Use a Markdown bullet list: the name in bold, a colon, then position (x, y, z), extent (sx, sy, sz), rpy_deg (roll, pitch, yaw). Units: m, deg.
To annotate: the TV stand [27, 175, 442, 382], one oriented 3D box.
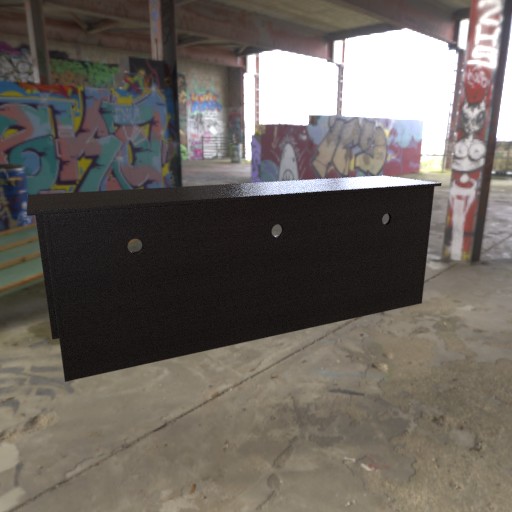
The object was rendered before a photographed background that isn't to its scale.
- **TV stand**: position (0.000, 0.000, 2.006), extent (1.778, 0.610, 0.406), rpy_deg (-8, 17, -25)
